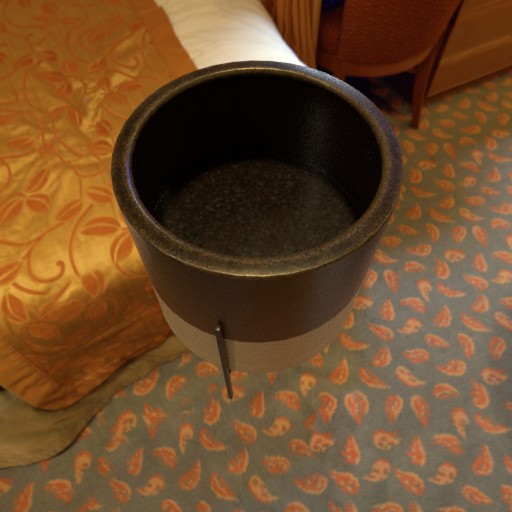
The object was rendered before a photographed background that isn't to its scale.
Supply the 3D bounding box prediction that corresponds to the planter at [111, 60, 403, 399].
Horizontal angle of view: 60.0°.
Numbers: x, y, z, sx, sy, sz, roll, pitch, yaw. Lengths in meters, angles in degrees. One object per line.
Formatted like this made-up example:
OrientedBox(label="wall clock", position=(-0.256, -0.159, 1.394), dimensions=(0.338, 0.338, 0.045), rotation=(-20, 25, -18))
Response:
OrientedBox(label="planter", position=(0.000, 0.000, 0.716), dimensions=(0.345, 0.465, 0.354), rotation=(14, 60, 8))
